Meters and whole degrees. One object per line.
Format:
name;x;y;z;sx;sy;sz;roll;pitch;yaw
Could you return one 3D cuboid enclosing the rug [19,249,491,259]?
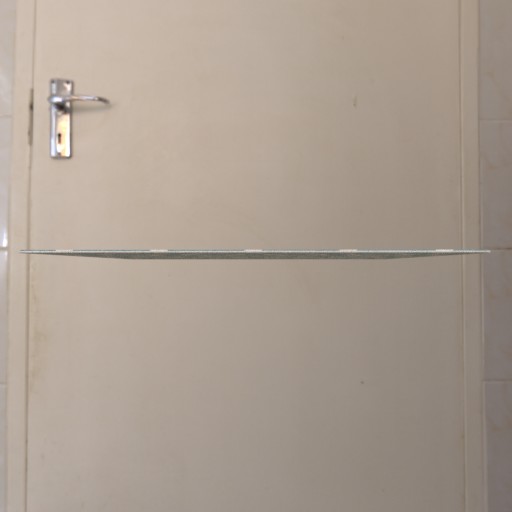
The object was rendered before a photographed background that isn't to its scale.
rug;0.000;0.000;4.087;3.049;0.021;2.466;0;-1;1
